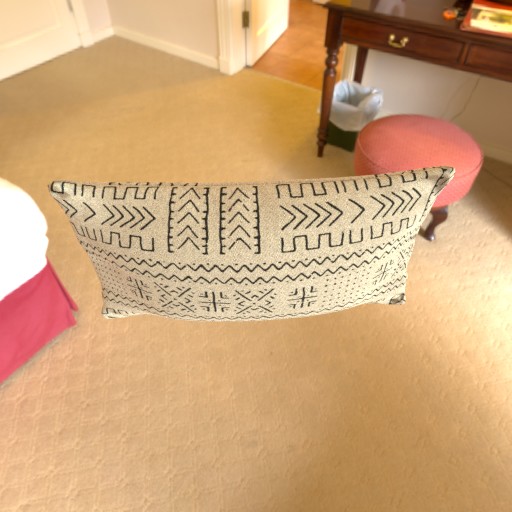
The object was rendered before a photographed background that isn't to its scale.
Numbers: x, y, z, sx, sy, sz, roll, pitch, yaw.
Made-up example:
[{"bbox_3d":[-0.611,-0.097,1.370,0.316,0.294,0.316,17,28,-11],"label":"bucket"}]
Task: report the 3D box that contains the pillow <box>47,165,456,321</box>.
[{"bbox_3d":[0.000,0.000,0.800,0.637,0.352,0.188,-3,47,-2],"label":"pillow"}]
